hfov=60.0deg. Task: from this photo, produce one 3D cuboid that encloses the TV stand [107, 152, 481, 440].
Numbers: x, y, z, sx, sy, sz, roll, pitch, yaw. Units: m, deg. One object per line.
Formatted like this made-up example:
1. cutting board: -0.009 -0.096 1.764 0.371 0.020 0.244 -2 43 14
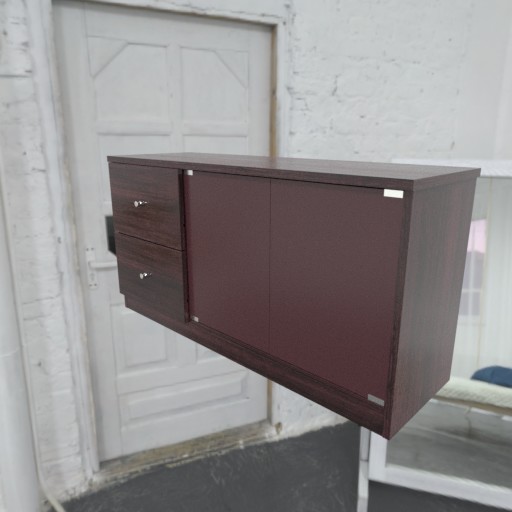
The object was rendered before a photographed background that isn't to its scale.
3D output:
1. TV stand: 0.000 0.000 1.461 1.192 0.614 0.404 15 22 42
